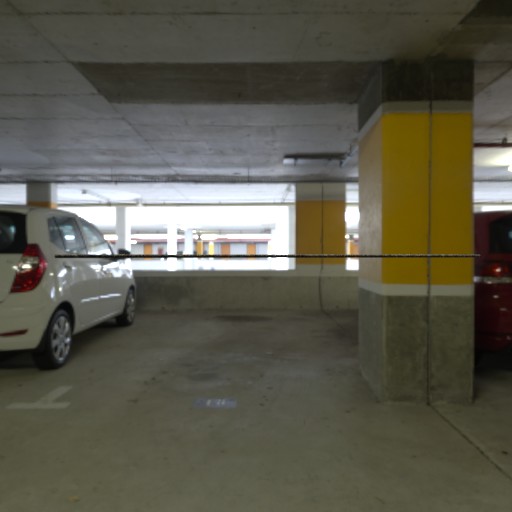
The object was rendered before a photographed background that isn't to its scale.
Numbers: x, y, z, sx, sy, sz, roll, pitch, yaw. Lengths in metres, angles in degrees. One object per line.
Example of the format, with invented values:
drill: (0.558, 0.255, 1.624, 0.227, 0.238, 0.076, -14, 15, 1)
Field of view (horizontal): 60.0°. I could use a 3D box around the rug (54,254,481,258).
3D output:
rug: (0.000, 0.000, 2.970, 2.298, 0.017, 1.501, 0, 0, -18)
